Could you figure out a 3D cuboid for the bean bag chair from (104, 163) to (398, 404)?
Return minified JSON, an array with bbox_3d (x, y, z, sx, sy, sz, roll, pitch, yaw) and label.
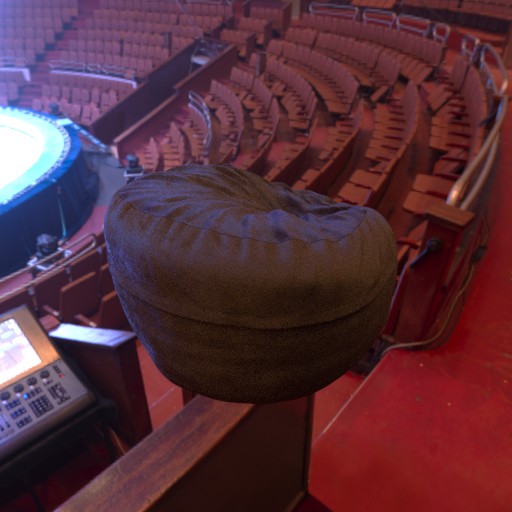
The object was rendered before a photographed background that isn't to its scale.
[{"bbox_3d":[0.000,0.000,2.054,1.245,0.821,1.245,0,31,0],"label":"bean bag chair"}]
